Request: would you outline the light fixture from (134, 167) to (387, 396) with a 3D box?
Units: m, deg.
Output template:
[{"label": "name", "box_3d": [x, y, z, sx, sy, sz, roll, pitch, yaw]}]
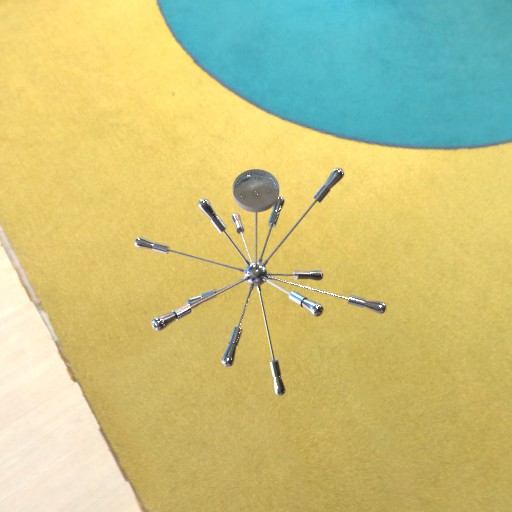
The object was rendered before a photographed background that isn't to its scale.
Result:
[{"label": "light fixture", "box_3d": [0.000, 0.000, 1.061, 0.684, 0.558, 0.509, 15, 65, 7]}]
